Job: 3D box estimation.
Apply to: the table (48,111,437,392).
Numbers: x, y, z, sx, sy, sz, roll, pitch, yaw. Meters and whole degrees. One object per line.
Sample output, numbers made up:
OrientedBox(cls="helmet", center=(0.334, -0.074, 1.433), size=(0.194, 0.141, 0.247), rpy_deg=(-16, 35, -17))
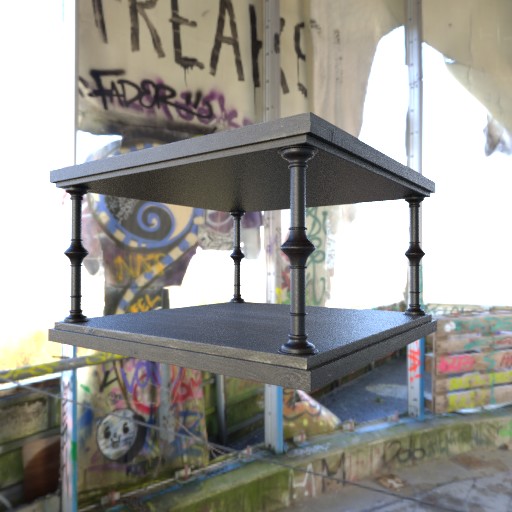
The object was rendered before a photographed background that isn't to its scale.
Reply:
OrientedBox(cls="table", center=(0.000, 0.000, 1.116), size=(0.696, 0.400, 0.696), rpy_deg=(-1, -1, 36))
